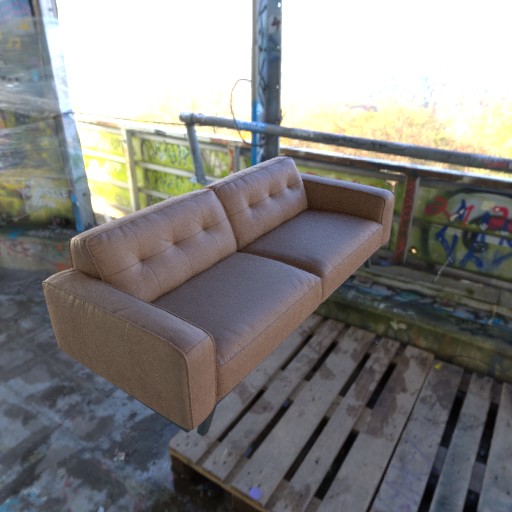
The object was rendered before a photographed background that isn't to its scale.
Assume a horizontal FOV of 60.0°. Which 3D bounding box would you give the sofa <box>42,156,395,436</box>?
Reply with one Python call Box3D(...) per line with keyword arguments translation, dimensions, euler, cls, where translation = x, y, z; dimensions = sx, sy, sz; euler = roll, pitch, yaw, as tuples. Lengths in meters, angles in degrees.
Box3D(translation=(0.000, 0.000, 2.747), dimensions=(0.953, 0.780, 2.270), euler=(18, 32, 31), cls="sofa")
